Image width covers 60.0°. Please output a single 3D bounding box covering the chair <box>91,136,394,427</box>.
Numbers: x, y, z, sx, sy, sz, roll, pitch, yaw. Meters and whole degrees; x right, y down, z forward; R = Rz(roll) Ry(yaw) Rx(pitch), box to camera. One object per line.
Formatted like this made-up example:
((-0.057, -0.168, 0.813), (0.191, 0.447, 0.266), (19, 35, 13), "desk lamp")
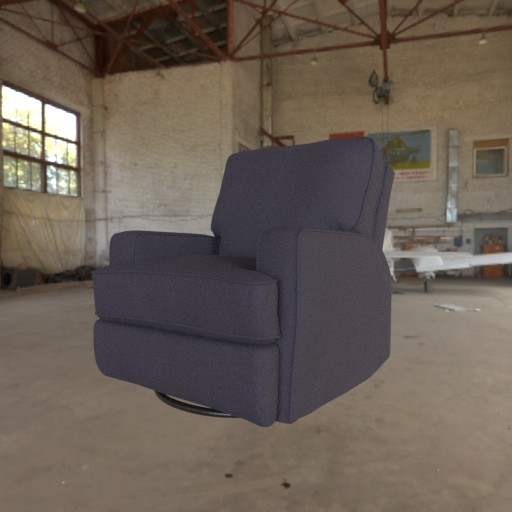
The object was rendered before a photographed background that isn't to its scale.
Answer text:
((0.000, 0.000, 1.706), (0.861, 0.962, 0.964), (1, 2, 37), "chair")
